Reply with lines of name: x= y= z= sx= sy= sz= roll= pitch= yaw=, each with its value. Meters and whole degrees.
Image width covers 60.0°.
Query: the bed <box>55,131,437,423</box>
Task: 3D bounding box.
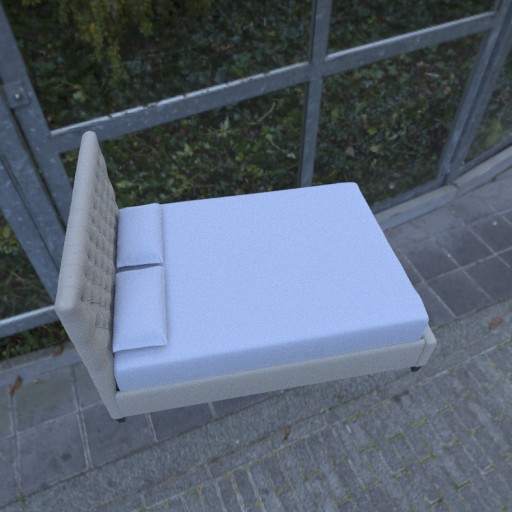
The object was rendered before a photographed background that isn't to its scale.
bed: x=0.000 y=0.000 z=3.421 sx=2.387 sy=1.427 sz=1.698 roll=-8 pitch=47 yaw=-7
